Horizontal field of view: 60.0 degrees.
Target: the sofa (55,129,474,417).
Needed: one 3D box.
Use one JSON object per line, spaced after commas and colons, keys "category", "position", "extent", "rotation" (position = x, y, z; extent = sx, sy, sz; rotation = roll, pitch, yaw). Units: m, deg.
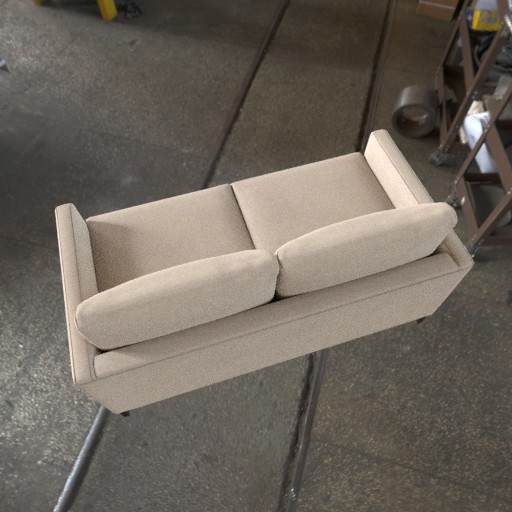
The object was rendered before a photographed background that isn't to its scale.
{"category": "sofa", "position": [0.000, 0.000, 2.103], "extent": [1.682, 0.840, 0.875], "rotation": [-15, 60, -9]}
